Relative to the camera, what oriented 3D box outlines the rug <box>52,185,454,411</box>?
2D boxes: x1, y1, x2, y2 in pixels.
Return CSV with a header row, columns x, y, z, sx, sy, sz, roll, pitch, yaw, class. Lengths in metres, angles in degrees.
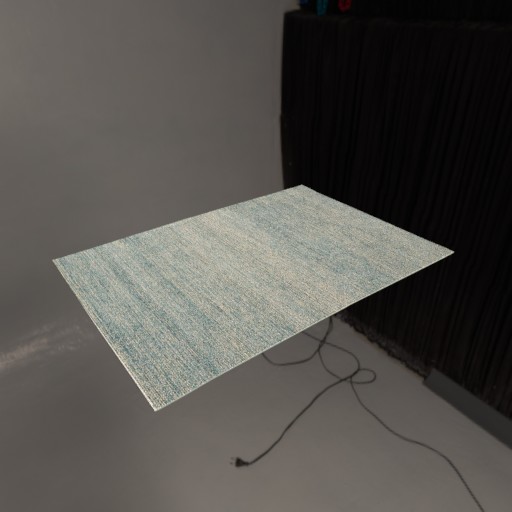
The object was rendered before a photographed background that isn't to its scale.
x,y,z,sx,sy,sz,roll,pitch,yaw,class
0.000,0.000,5.431,4.078,0.052,2.802,-21,37,-31,rug
